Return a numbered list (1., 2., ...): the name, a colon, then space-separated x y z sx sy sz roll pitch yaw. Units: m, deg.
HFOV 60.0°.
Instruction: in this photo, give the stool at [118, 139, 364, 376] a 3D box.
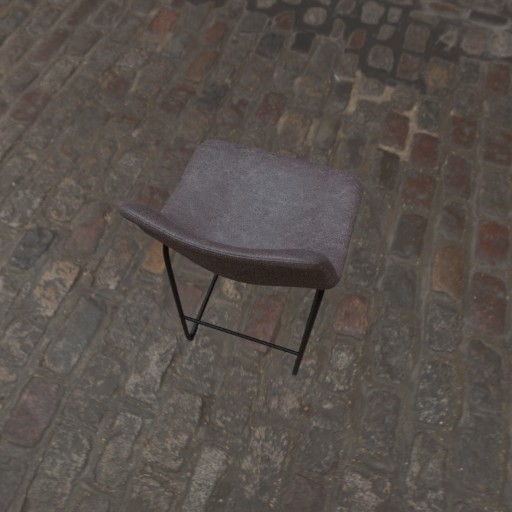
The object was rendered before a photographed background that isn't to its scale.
1. stool: 0.000 0.000 1.375 0.514 1.082 0.561 16 64 8
